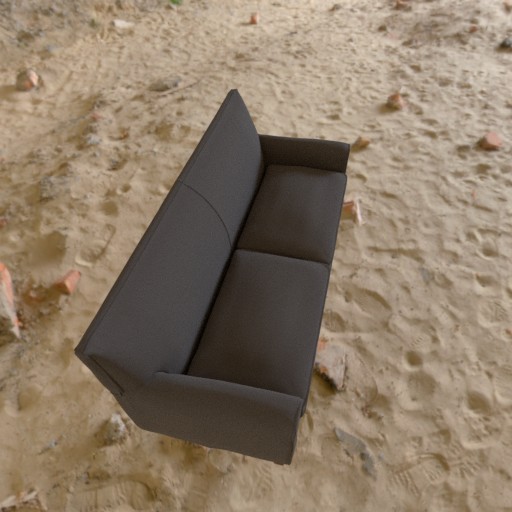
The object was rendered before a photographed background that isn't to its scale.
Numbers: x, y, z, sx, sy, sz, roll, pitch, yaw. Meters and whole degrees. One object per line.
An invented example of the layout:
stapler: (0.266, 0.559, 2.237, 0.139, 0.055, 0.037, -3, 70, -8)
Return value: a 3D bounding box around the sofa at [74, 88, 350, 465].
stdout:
sofa: (0.000, 0.000, 2.470, 0.843, 0.907, 2.002, 10, 48, 9)
